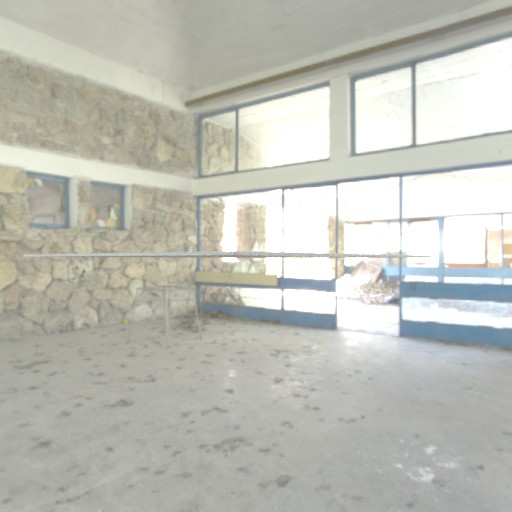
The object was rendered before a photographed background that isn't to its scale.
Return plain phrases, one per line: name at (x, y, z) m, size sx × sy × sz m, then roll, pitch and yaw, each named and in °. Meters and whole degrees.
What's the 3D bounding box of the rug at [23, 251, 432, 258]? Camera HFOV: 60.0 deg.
rug at (0.000, 0.000, 2.243) m, size 1.217 × 0.011 × 1.747 m, roll 0°, pitch -1°, yaw 38°
